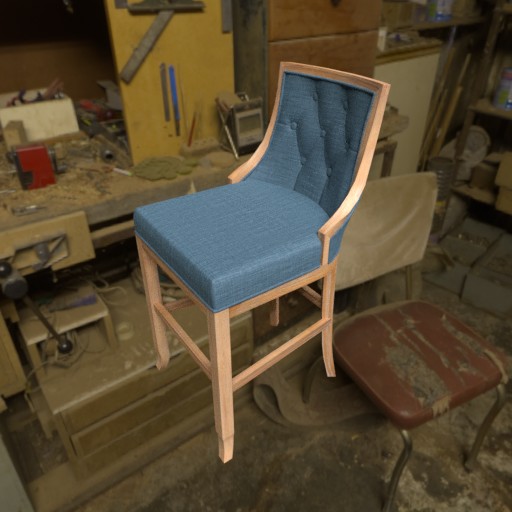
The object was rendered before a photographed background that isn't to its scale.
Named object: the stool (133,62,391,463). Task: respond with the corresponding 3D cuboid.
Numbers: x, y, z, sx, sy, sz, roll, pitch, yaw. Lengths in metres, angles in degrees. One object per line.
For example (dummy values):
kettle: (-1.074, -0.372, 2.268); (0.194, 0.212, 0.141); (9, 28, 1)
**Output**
stool: (0.000, 0.000, 1.477); (0.626, 1.101, 0.524); (-21, 38, -29)
